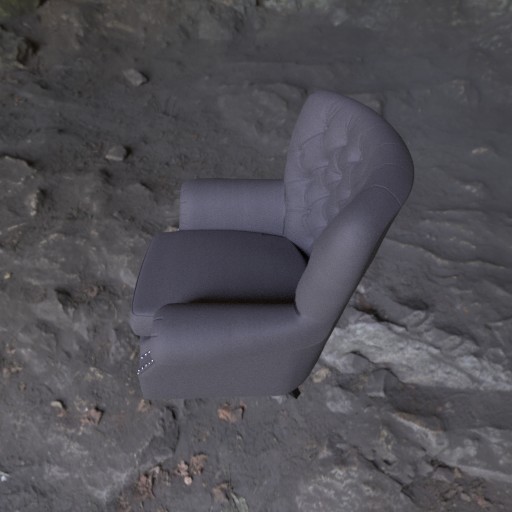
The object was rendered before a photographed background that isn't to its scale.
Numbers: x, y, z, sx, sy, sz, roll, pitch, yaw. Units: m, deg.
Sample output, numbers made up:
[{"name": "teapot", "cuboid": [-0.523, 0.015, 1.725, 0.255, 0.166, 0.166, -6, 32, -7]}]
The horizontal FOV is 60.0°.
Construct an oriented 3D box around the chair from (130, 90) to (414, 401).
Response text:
[{"name": "chair", "cuboid": [0.000, 0.000, 1.763, 0.983, 1.046, 0.983, 0, 42, 0]}]
